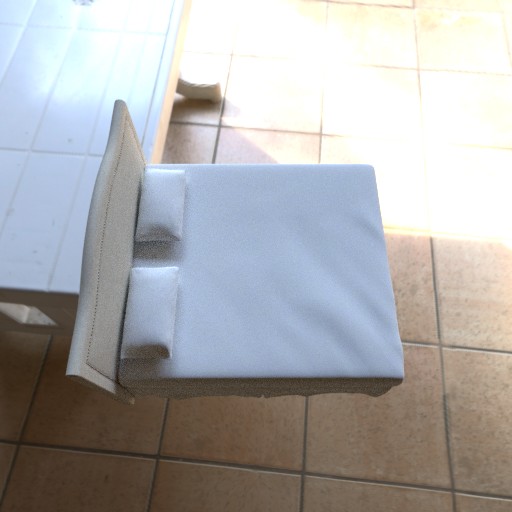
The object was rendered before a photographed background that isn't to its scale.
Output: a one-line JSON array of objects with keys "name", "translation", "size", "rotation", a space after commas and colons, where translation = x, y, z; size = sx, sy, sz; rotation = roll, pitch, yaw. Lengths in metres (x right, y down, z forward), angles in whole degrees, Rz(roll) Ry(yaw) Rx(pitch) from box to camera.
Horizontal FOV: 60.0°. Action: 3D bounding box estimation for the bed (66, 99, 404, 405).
[{"name": "bed", "translation": [0.000, 0.000, 3.487], "size": [2.182, 1.421, 2.083], "rotation": [0, 64, 0]}]
